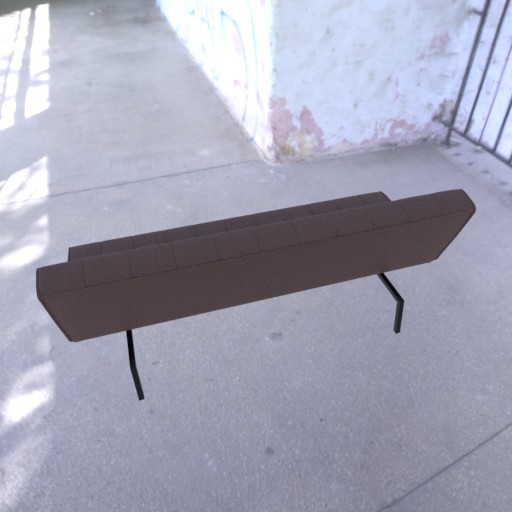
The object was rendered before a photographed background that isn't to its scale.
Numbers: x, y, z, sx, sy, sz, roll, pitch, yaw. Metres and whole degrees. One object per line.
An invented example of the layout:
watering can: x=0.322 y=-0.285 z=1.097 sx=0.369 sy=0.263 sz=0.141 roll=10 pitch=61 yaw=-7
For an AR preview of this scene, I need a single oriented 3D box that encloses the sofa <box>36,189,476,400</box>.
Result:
sofa: x=0.000 y=0.000 z=2.081 sx=1.703 sy=0.699 sz=0.747 roll=-11 pitch=43 yaw=-13
